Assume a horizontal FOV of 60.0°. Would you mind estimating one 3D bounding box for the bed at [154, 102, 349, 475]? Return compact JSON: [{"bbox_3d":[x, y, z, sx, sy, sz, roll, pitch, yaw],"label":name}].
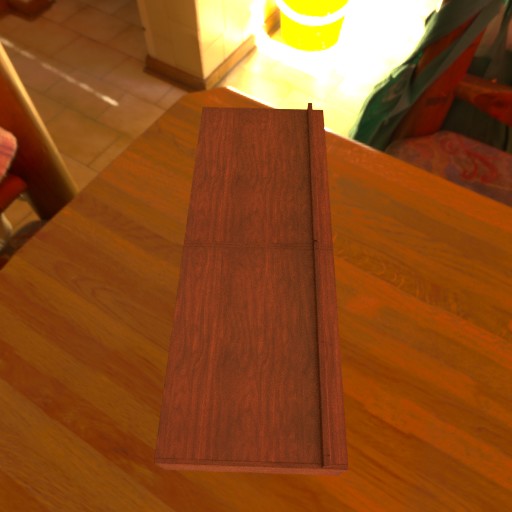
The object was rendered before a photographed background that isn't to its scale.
[{"bbox_3d":[0.000,0.000,2.361,0.787,0.326,2.057,2,59,1],"label":"bed"}]
